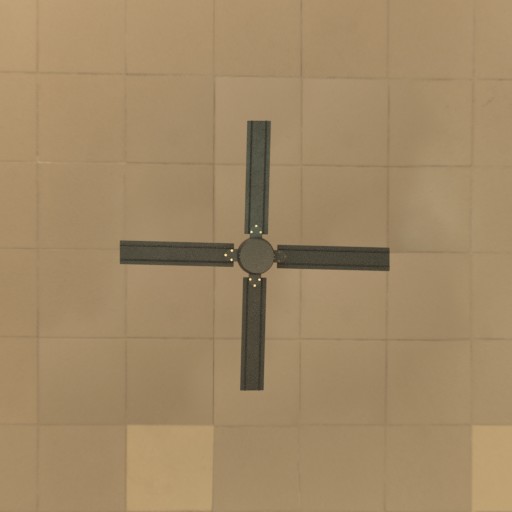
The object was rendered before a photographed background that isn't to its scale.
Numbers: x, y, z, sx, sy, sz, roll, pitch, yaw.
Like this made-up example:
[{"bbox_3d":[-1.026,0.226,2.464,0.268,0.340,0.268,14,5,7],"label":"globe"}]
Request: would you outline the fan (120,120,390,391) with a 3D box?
[{"bbox_3d":[0.000,0.000,2.034,1.319,0.410,1.319,0,90,-1],"label":"fan"}]
